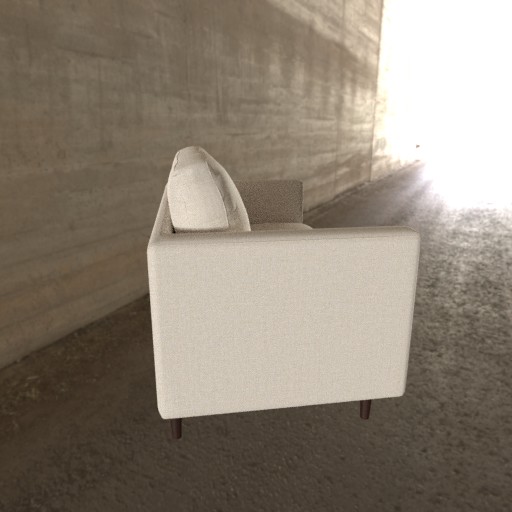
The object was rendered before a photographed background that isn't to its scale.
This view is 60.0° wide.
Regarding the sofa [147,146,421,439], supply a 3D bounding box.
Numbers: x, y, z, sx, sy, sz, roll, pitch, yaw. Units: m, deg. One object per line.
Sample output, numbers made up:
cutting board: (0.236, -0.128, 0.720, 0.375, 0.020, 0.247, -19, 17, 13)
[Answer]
sofa: (0.000, 0.000, 1.932, 0.796, 0.908, 1.430, -2, 16, -9)
